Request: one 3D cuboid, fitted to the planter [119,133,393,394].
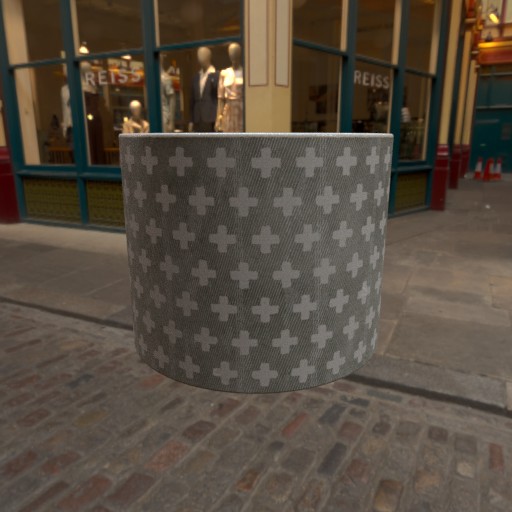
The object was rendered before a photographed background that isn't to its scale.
[{"bbox_3d":[0.000,0.000,0.451,0.250,0.239,0.250,0,15,0],"label":"planter"}]
